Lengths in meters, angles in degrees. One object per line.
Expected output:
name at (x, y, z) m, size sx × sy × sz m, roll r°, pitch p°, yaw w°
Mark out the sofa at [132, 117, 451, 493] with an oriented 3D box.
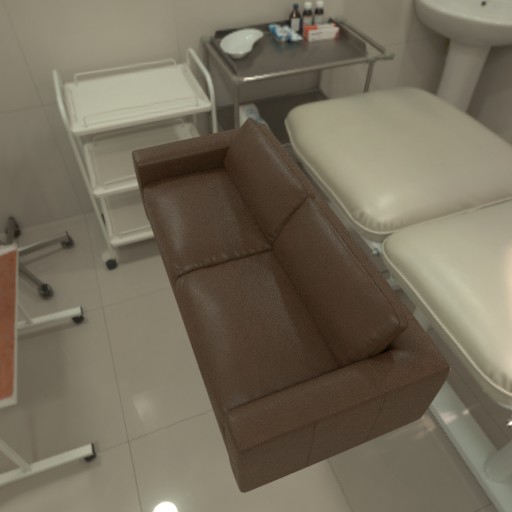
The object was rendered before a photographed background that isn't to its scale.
sofa at (0.000, 0.000, 2.707) m, size 1.070 × 0.801 × 2.262 m, roll -16°, pitch 49°, yaw -14°
